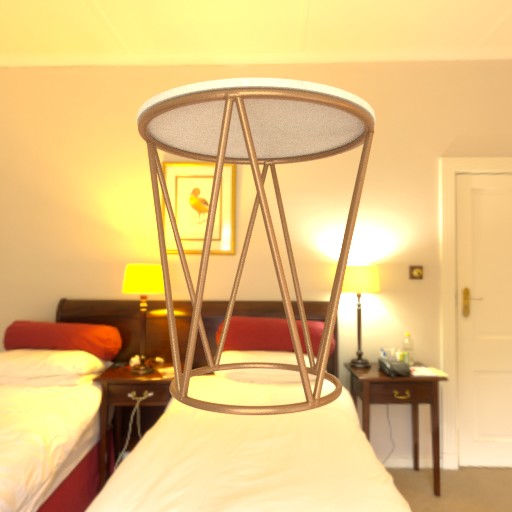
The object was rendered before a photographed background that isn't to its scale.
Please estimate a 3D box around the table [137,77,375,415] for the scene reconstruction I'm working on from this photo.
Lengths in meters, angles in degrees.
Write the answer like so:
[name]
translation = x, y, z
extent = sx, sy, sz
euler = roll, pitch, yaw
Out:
[table]
translation = 0.000, 0.000, 0.957
extent = 0.500, 0.564, 0.500
euler = 0, -1, 0
